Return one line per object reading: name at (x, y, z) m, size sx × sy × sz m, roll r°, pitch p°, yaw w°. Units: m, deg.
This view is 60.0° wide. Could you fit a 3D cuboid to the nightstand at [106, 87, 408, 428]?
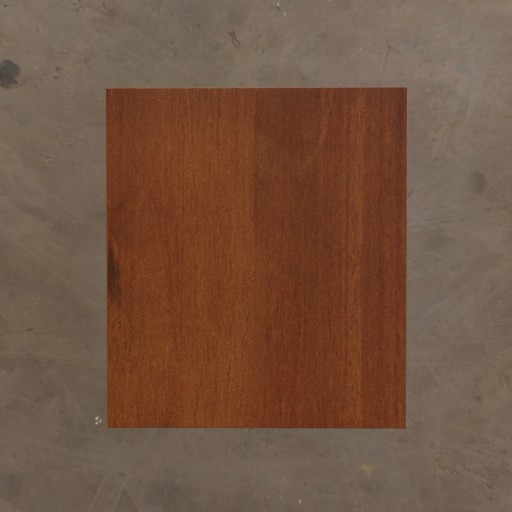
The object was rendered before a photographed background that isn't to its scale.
nightstand at (0.000, 0.000, 0.904) m, size 0.411 × 0.618 × 0.460 m, roll 0°, pitch 91°, yaw 0°
